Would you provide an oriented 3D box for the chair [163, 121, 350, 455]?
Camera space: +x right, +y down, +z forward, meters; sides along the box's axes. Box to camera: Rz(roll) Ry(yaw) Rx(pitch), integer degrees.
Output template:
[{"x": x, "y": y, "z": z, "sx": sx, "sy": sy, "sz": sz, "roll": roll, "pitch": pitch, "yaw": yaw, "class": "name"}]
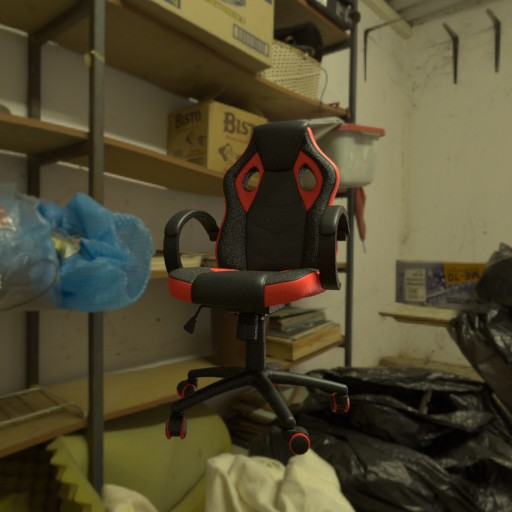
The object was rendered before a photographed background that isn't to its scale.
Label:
[{"x": 0.000, "y": 0.000, "z": 1.462, "sx": 0.600, "sy": 1.016, "sz": 0.642, "roll": 0, "pitch": 1, "yaw": 18, "class": "chair"}]
